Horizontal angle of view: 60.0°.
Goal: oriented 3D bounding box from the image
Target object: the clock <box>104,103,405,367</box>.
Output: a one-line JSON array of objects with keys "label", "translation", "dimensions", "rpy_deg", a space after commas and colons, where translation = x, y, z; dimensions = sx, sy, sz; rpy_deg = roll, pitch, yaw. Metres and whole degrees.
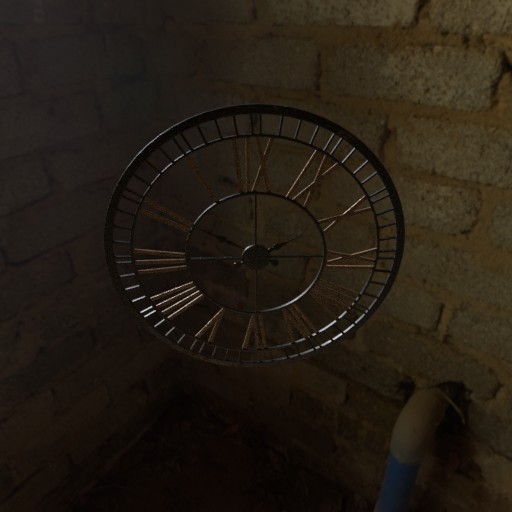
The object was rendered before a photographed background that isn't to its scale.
[{"label": "clock", "translation": [0.000, 0.000, 1.268], "dimensions": [0.843, 0.843, 0.025], "rpy_deg": [-1, 30, -2]}]
